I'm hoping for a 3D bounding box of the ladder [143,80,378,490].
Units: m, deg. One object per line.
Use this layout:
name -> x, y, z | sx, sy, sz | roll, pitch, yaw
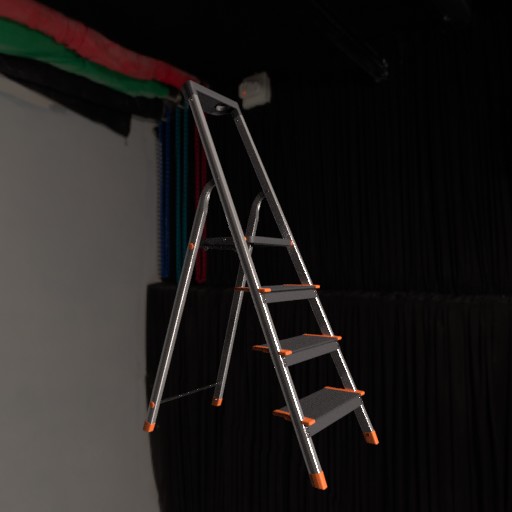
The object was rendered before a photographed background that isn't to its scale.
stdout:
ladder -> 0.000, 0.000, 1.775 | 0.834, 1.429, 0.452 | -1, -2, 36
